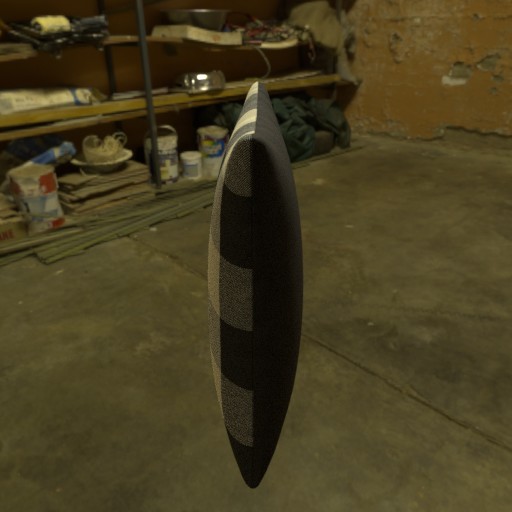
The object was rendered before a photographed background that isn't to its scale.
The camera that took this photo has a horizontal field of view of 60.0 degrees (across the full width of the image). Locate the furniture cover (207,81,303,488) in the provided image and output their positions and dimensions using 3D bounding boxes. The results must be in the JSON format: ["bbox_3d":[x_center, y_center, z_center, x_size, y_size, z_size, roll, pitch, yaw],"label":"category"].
[{"bbox_3d":[0.000,0.000,0.756,0.161,0.509,0.511,0,27,1],"label":"furniture cover"}]
